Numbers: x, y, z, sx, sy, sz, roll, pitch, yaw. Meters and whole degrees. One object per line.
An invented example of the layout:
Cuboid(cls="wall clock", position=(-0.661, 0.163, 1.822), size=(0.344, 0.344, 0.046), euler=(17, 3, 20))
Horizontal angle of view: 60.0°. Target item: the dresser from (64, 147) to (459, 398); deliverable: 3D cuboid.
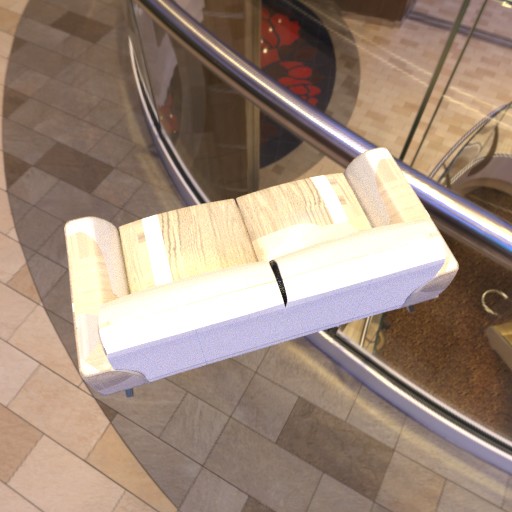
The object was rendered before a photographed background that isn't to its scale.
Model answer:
Cuboid(cls="dresser", position=(0.000, 0.000, 5.906), size=(4.679, 1.863, 2.251), euler=(-15, 61, -9))
